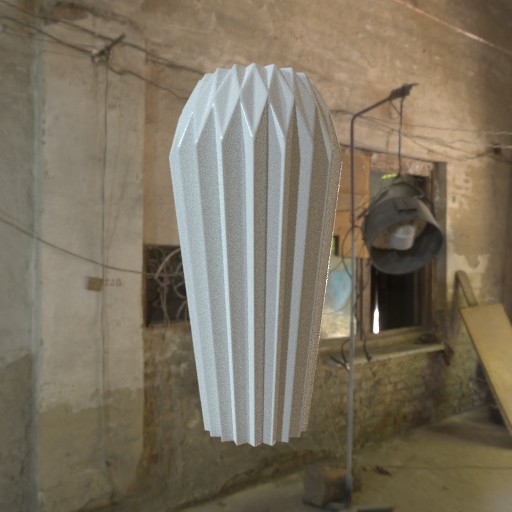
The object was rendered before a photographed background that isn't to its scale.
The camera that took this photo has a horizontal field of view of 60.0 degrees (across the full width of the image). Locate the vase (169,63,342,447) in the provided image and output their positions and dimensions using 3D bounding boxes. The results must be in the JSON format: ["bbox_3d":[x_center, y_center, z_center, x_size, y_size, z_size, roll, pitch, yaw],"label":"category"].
[{"bbox_3d":[0.000,0.000,0.345,0.133,0.263,0.133,0,1,0],"label":"vase"}]
